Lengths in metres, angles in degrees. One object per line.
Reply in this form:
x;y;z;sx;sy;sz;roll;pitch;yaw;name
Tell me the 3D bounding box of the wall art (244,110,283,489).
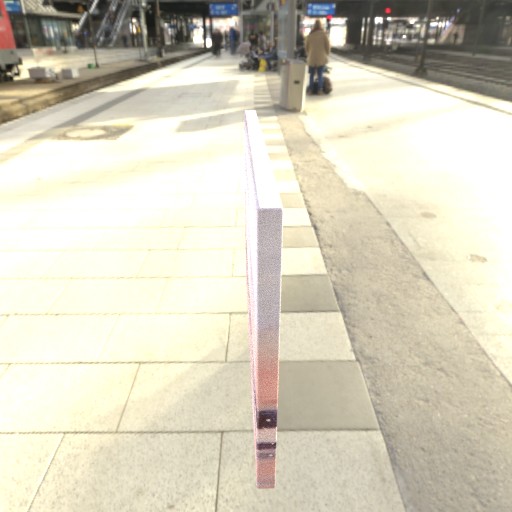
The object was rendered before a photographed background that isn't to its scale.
0.000;0.000;1.176;0.038;0.609;0.913;-1;27;-2;wall art
